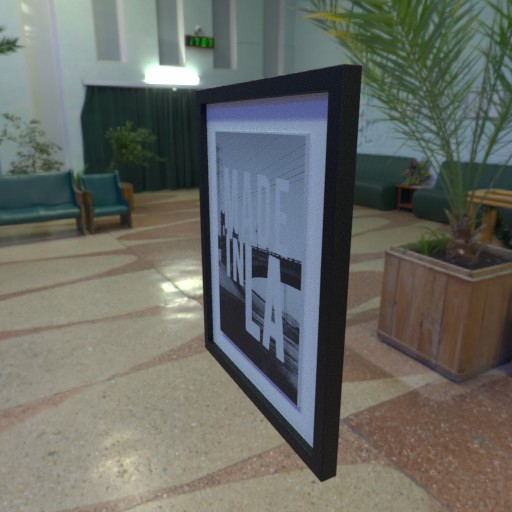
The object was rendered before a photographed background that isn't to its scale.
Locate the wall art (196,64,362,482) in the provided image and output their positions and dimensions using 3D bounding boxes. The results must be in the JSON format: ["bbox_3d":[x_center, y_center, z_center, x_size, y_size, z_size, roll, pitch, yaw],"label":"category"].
[{"bbox_3d":[0.000,0.000,0.759,0.028,0.559,0.457,-9,19,-26],"label":"wall art"}]
